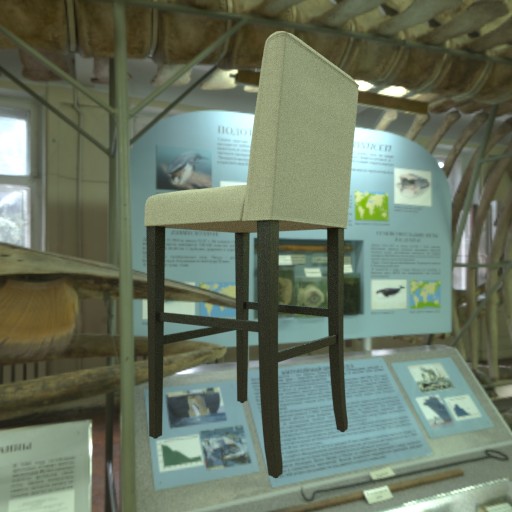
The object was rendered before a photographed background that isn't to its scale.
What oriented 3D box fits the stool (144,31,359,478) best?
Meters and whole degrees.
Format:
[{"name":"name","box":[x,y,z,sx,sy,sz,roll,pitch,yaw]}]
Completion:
[{"name":"stool","box":[0.000,0.000,1.393,0.509,1.116,0.474,0,0,38]}]
